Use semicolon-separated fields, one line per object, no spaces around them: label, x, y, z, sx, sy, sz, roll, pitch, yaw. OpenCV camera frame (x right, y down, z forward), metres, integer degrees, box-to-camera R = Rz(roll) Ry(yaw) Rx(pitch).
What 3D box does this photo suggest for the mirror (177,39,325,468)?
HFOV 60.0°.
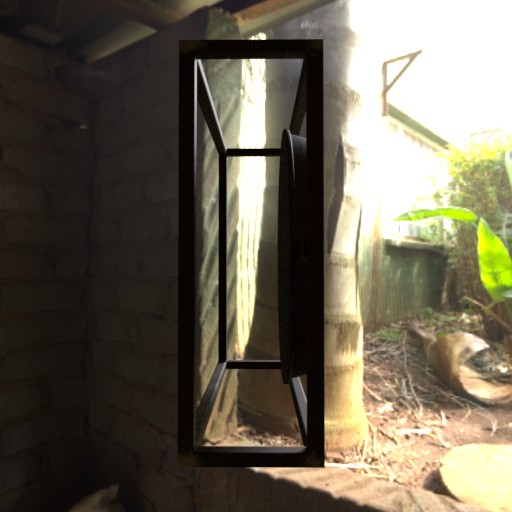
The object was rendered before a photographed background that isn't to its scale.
mirror;0.000;0.000;0.466;0.107;0.303;0.306;0;-1;1
